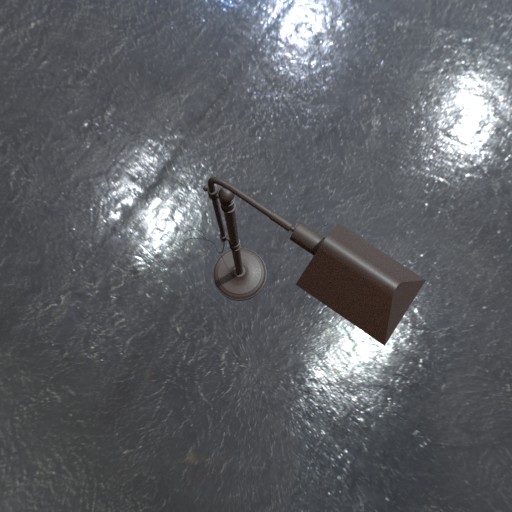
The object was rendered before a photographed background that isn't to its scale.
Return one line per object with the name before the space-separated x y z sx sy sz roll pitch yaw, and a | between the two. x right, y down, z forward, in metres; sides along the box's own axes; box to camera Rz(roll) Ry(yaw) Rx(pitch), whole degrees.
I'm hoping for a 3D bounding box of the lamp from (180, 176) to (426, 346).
lamp | 0.000 0.000 0.968 0.545 0.708 0.159 35 78 8
